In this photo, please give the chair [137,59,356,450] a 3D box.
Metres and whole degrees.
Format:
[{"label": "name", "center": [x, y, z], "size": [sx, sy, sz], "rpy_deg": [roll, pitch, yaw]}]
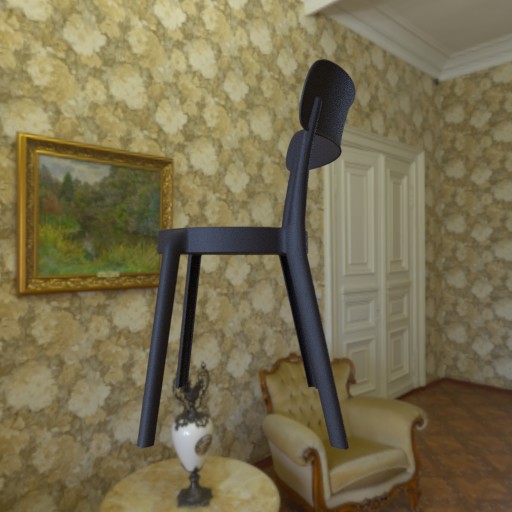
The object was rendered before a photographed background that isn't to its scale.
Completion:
[{"label": "chair", "center": [0.000, 0.000, 1.129], "size": [0.491, 0.790, 0.506], "rpy_deg": [0, -1, 0]}]
